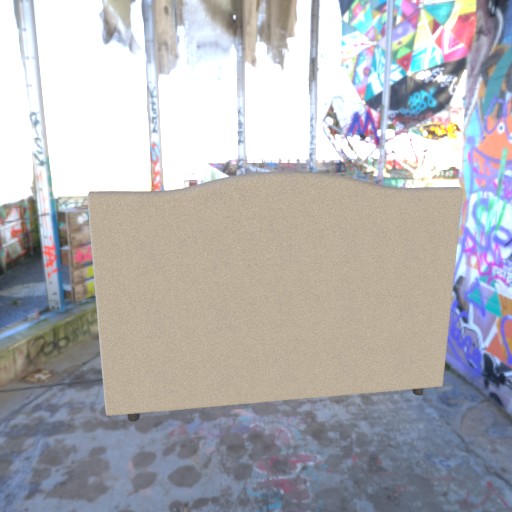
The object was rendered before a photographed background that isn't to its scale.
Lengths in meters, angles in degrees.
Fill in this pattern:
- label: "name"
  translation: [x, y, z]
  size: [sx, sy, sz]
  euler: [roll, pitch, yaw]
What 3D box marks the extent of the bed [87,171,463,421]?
- label: "bed"
  translation: [0.000, 0.000, 3.569]
  size: [2.083, 1.421, 2.182]
  euler: [-2, 13, -9]
